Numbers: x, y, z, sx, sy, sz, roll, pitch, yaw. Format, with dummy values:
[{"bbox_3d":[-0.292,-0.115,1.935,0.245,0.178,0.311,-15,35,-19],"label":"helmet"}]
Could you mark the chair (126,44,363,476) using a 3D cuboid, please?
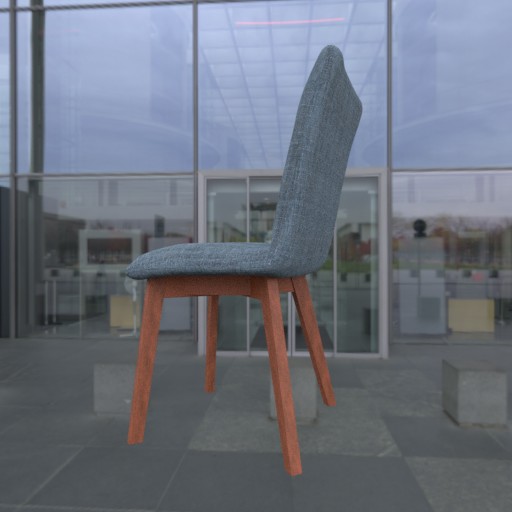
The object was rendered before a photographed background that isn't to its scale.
[{"bbox_3d":[0.000,0.000,1.282,0.563,0.974,0.522,0,0,19],"label":"chair"}]
